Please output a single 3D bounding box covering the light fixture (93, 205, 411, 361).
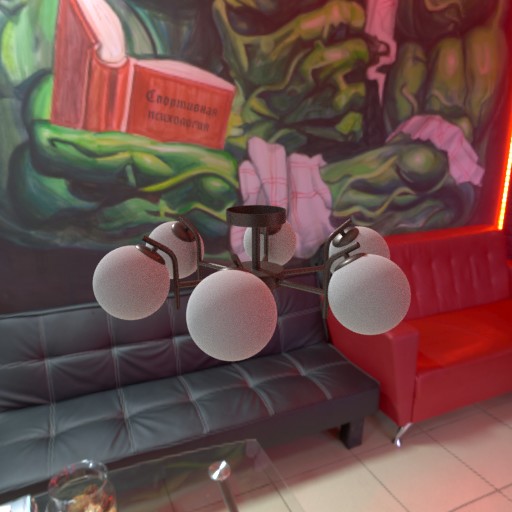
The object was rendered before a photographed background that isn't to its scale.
[{"bbox_3d":[0.000,0.000,0.948,0.662,0.201,0.662,0,15,0],"label":"light fixture"}]
